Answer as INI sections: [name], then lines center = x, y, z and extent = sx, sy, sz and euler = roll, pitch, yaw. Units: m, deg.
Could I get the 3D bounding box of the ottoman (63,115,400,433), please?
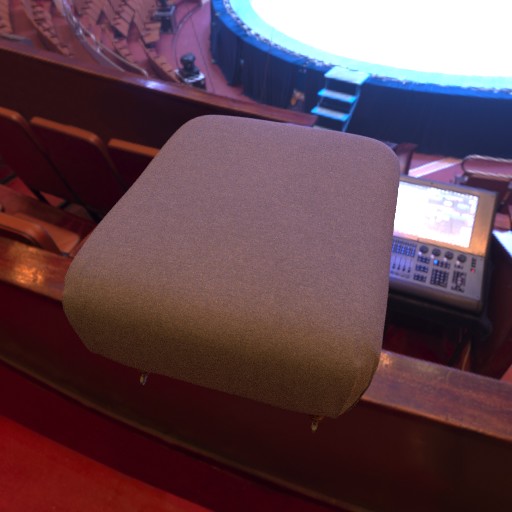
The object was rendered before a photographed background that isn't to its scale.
[ottoman]
center = 0.000, 0.000, 1.116
extent = 0.622, 0.450, 0.747
euler = 12, 47, 11
